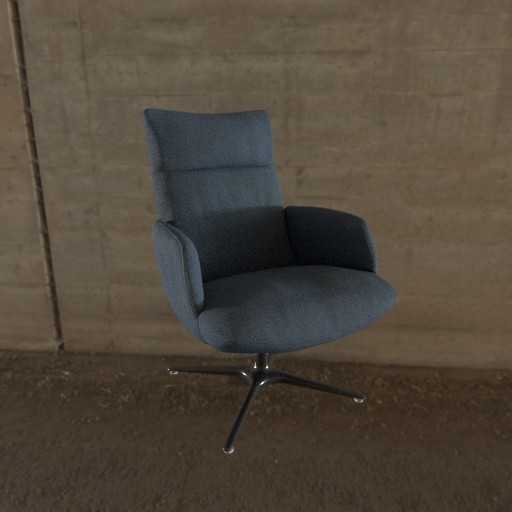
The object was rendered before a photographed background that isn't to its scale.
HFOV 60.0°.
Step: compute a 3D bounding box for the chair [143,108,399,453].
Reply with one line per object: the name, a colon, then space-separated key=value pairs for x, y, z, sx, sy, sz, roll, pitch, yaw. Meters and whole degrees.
chair: x=0.000 y=0.000 z=1.590 sx=0.711 sy=1.016 sz=0.889 roll=-9 pitch=19 yaw=-28
